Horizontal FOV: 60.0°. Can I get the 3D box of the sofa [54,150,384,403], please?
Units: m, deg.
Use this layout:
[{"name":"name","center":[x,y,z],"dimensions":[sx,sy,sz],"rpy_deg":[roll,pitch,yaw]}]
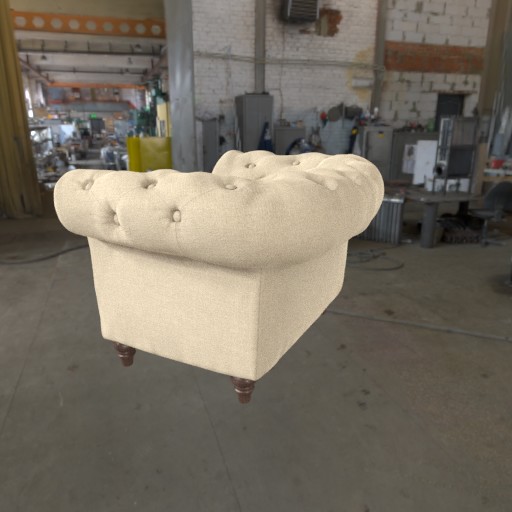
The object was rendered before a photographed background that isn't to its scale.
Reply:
[{"name":"sofa","center":[0.000,0.000,2.027],"dimensions":[1.034,0.878,1.405],"rpy_deg":[8,19,26]}]
